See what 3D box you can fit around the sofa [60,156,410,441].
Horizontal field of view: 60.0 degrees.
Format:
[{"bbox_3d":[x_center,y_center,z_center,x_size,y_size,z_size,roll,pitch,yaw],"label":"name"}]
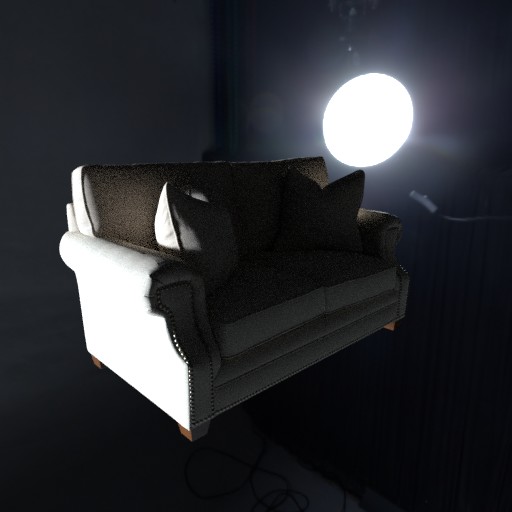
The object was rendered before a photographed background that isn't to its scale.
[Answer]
[{"bbox_3d":[0.000,0.000,2.298,1.701,0.966,0.966,-14,20,-42],"label":"sofa"}]
